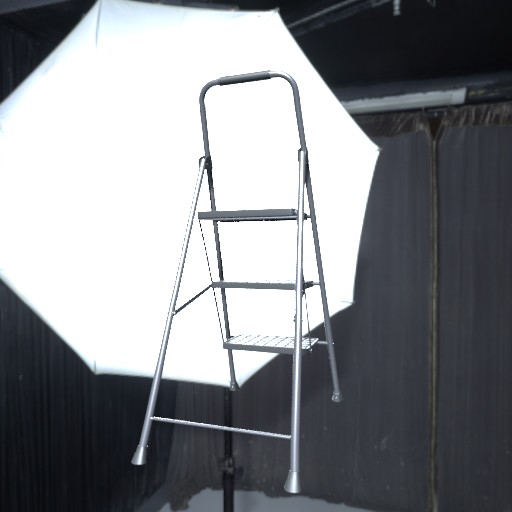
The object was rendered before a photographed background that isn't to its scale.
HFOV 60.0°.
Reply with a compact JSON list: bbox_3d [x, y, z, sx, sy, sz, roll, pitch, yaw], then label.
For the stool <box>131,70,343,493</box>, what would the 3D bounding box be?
[{"bbox_3d":[0.000,0.000,1.464,0.473,1.121,0.733,0,0,19],"label":"stool"}]
